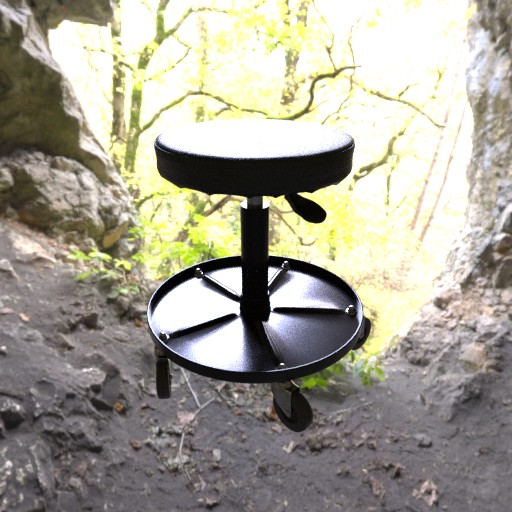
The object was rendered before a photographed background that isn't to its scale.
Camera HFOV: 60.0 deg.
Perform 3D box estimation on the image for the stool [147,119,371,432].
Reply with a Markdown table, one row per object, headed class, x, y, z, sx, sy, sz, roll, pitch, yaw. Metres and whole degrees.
| class | x | y | z | sx | sy | sz | roll | pitch | yaw |
| --- | --- | --- | --- | --- | --- | --- | --- | --- | --- |
| stool | 0.000 | 0.000 | 0.680 | 0.381 | 0.365 | 0.382 | -18 | 31 | -32 |
